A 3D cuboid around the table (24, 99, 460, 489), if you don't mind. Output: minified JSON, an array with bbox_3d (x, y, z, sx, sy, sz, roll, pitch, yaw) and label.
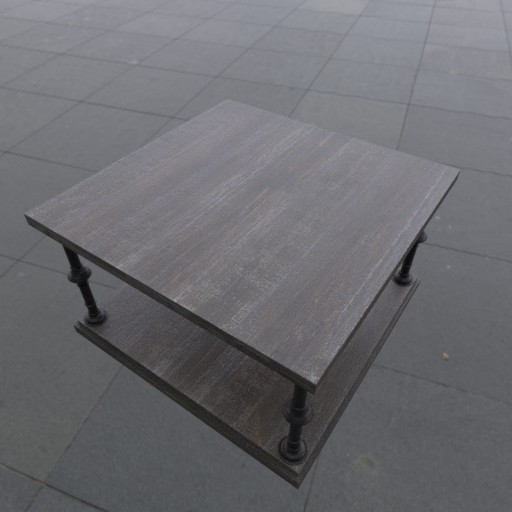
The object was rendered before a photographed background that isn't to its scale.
[{"bbox_3d":[0.000,0.000,1.123,0.696,0.400,0.696,25,49,25],"label":"table"}]
